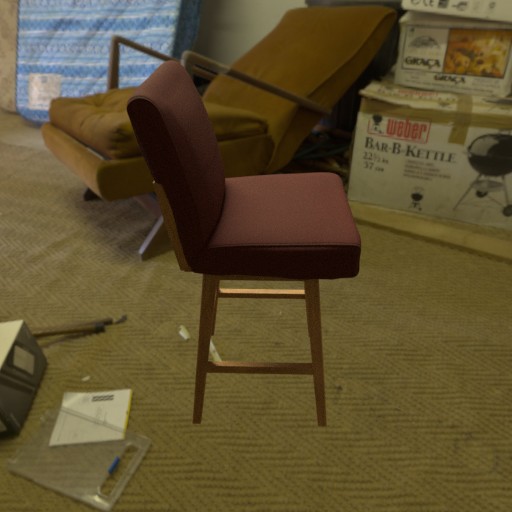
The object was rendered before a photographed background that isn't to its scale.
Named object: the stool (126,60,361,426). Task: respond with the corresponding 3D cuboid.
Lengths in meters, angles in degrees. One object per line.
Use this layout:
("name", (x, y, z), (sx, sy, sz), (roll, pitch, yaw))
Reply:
("stool", (0.000, 0.000, 1.403), (0.562, 1.093, 0.468), (1, 34, 1))
